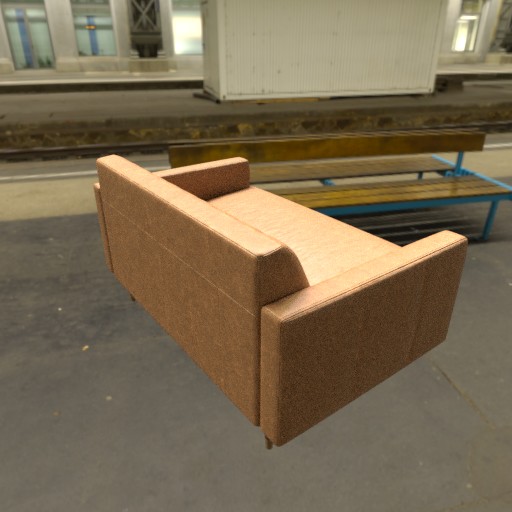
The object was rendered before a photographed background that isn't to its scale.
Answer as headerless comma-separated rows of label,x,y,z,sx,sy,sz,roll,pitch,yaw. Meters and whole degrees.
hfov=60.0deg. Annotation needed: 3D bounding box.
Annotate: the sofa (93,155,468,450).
sofa,0.000,0.000,2.082,0.960,0.820,1.549,-19,32,-32
